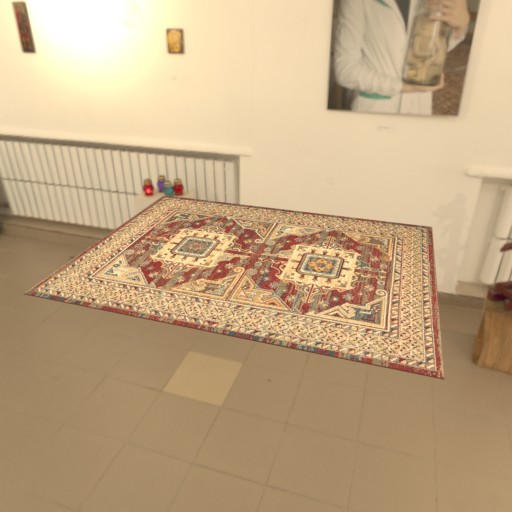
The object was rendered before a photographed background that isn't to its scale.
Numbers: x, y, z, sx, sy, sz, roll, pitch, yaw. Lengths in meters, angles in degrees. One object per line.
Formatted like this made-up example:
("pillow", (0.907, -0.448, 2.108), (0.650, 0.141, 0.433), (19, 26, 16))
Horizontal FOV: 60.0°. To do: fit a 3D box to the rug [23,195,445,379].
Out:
("rug", (0.000, 0.000, 4.165), (3.197, 0.013, 2.381), (8, 29, 15))
